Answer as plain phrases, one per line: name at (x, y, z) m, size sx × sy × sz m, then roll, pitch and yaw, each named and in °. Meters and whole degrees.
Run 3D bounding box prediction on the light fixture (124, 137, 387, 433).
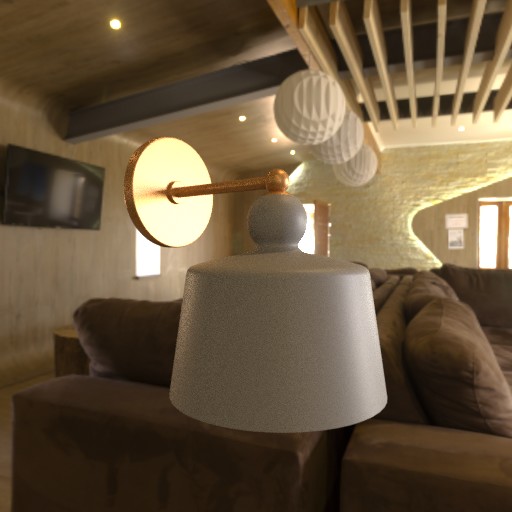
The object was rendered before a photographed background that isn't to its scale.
light fixture at (0.000, 0.000, 0.441) m, size 0.254 × 0.268 × 0.204 m, roll 0°, pitch 1°, yaw 36°
